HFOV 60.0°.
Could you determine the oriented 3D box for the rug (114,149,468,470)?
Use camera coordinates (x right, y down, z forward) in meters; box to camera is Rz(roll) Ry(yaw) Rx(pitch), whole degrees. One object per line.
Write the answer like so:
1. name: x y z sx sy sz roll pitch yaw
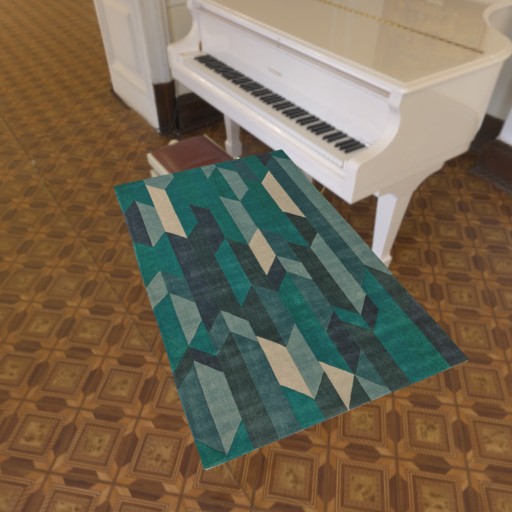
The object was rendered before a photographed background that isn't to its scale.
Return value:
1. rug: 0.000 0.000 3.023 1.528 0.005 2.420 -16 46 -16
